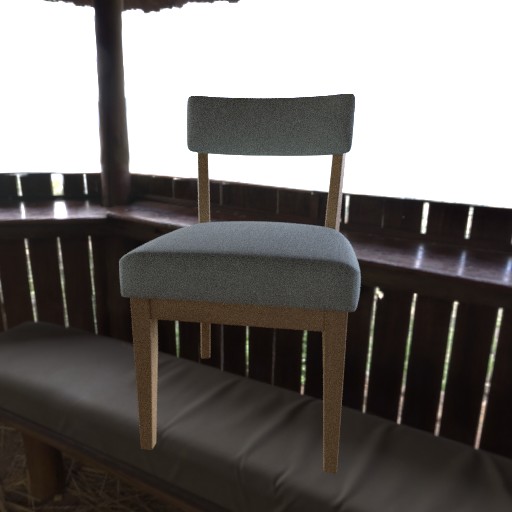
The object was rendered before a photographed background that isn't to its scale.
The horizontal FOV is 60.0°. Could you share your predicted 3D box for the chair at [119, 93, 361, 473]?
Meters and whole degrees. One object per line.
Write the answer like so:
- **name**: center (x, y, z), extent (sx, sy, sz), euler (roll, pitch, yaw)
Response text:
- **chair**: center (0.000, 0.000, 1.160), extent (0.508, 0.832, 0.572), euler (3, 16, 10)
